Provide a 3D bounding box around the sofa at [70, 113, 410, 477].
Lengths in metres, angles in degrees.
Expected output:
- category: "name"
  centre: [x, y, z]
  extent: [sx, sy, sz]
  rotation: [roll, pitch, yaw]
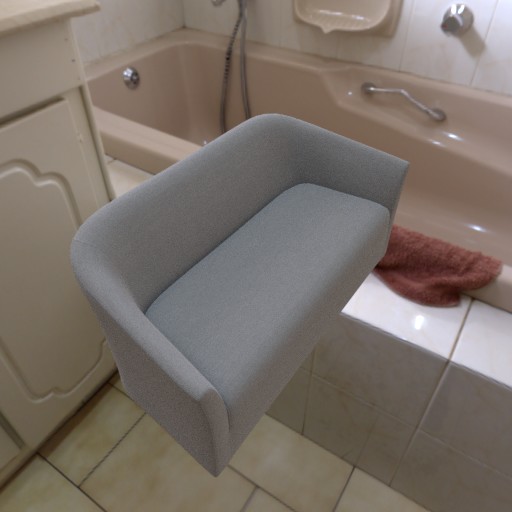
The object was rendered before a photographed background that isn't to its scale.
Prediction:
- category: "sofa"
  centre: [0.000, 0.000, 1.853]
  extent: [0.705, 0.721, 1.452]
  rotation: [25, 48, 26]
